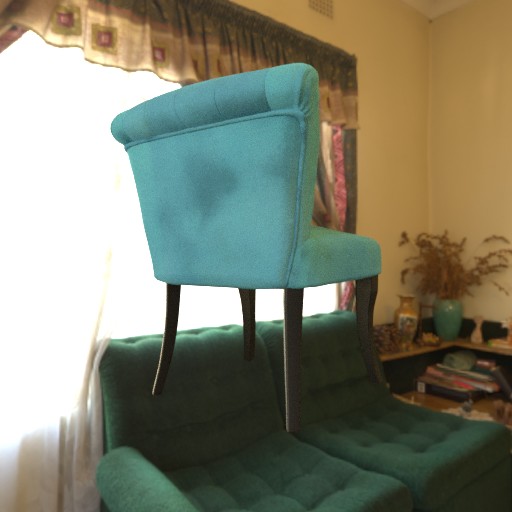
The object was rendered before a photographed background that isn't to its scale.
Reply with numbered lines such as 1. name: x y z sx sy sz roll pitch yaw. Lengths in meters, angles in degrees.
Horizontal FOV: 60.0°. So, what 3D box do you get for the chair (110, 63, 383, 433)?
1. chair: 0.000 0.000 1.193 0.582 0.750 0.605 0 0 35
